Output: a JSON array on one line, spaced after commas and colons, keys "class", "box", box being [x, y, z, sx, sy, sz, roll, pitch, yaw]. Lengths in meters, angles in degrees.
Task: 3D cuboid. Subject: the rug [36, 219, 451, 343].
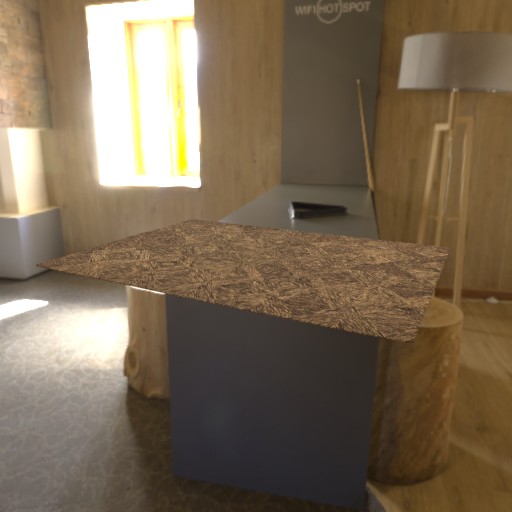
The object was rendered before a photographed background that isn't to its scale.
[{"class": "rug", "box": [0.000, 0.000, 5.333, 4.093, 0.020, 2.997, 8, 18, 27]}]
